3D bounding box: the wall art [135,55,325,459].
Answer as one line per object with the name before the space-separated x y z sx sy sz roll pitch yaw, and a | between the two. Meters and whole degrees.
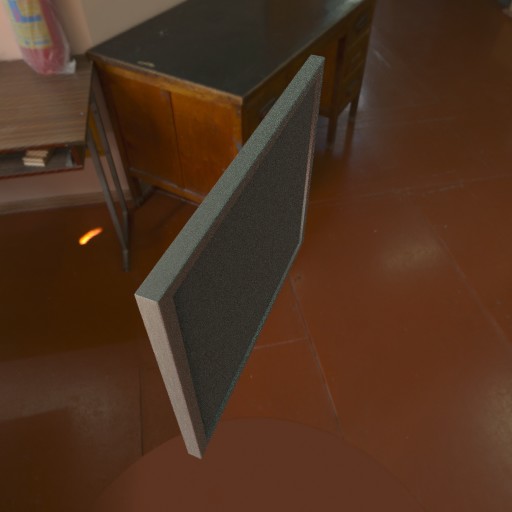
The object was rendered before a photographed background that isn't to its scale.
wall art | 0.000 0.000 0.761 0.028 0.457 0.556 17 51 15
